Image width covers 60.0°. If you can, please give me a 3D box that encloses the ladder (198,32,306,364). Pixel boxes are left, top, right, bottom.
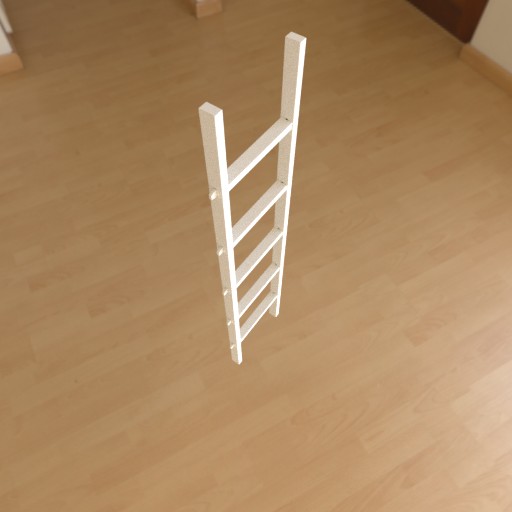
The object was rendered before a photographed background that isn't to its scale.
[{"bbox_3d":[0.000,0.000,1.908,0.051,1.797,0.452,32,63,19],"label":"ladder"}]
